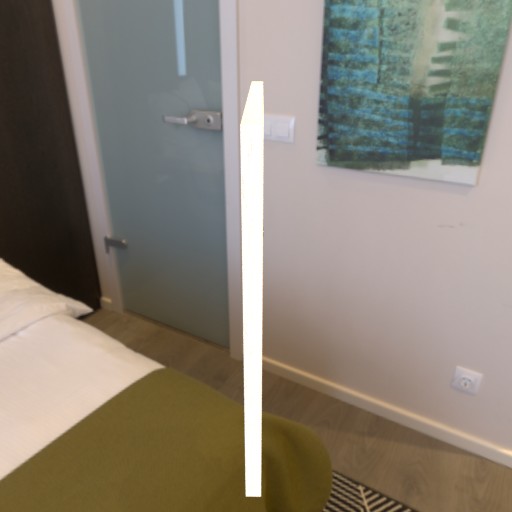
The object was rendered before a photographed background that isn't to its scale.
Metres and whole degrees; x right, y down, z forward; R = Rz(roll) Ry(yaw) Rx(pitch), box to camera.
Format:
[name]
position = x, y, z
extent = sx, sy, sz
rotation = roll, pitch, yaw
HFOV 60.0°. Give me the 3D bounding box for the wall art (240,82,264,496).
[wall art]
position = 0.000, 0.000, 1.486
extent = 0.045, 1.016, 1.016
rotation = 0, 26, 1
